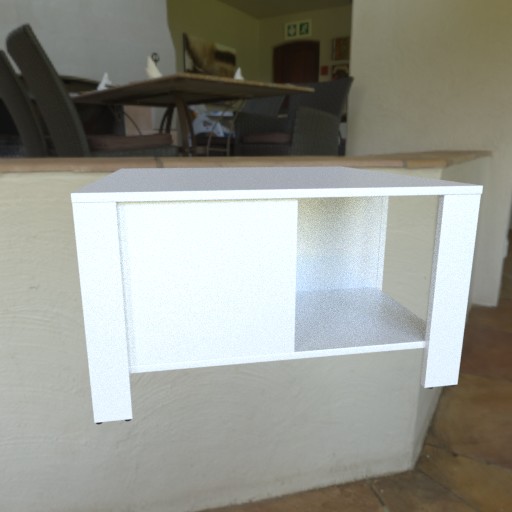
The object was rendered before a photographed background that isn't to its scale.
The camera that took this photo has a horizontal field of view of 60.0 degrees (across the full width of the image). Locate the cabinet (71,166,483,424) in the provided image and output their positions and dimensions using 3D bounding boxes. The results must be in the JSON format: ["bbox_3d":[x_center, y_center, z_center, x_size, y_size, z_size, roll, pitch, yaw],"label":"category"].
[{"bbox_3d":[0.000,0.000,1.275,0.800,0.460,0.800,-3,14,-10],"label":"cabinet"}]
